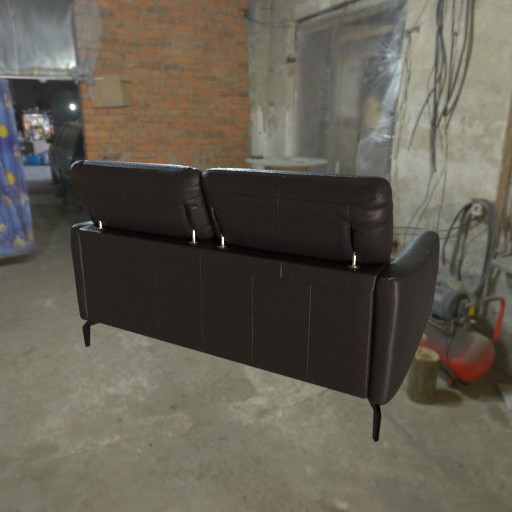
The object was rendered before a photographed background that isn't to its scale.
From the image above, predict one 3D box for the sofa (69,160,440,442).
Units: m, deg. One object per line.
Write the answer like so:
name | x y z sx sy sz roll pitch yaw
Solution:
sofa | 0.000 0.000 2.145 1.596 0.920 0.958 9 19 27
